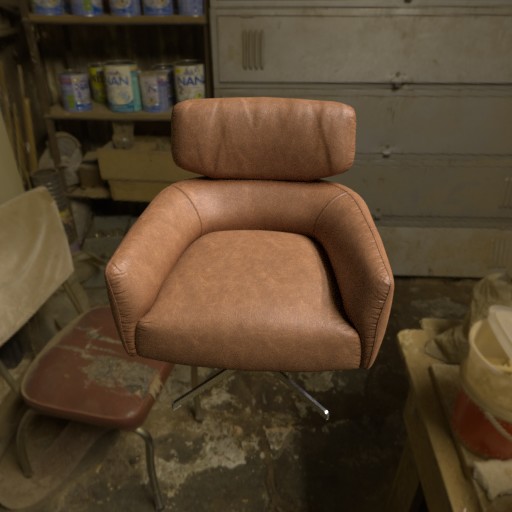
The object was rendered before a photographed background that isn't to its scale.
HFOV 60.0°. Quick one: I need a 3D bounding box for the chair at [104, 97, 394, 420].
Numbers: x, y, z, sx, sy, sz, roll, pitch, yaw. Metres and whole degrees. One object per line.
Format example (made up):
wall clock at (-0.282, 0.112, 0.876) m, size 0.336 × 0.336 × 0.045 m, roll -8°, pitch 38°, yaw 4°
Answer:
chair at (0.000, 0.000, 1.365) m, size 0.706 × 0.812 × 0.715 m, roll 2°, pitch 32°, yaw 4°
